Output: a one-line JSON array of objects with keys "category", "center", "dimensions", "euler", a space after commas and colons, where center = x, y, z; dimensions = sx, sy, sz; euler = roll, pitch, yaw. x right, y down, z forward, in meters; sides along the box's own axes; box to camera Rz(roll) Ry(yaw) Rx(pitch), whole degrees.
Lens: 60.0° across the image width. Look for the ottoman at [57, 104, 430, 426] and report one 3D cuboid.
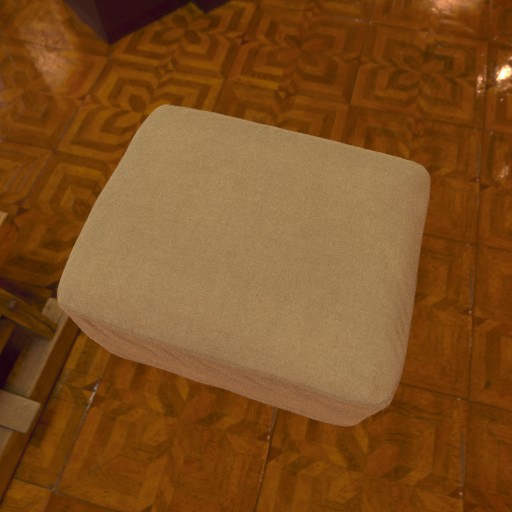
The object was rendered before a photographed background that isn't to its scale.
[{"category": "ottoman", "center": [0.000, 0.000, 1.228], "dimensions": [0.837, 0.481, 0.683], "euler": [16, 65, 8]}]
